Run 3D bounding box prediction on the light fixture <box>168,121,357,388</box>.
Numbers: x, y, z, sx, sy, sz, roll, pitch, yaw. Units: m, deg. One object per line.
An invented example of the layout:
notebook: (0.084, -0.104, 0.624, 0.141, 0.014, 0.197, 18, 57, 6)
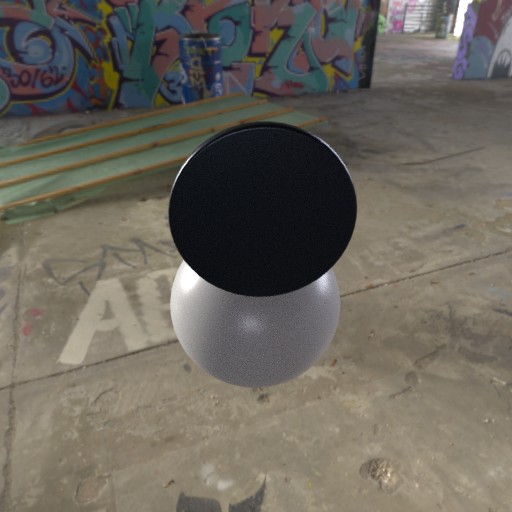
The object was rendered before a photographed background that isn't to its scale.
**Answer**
light fixture: (0.000, 0.000, 0.472, 0.197, 0.332, 0.230, -1, 30, -2)
